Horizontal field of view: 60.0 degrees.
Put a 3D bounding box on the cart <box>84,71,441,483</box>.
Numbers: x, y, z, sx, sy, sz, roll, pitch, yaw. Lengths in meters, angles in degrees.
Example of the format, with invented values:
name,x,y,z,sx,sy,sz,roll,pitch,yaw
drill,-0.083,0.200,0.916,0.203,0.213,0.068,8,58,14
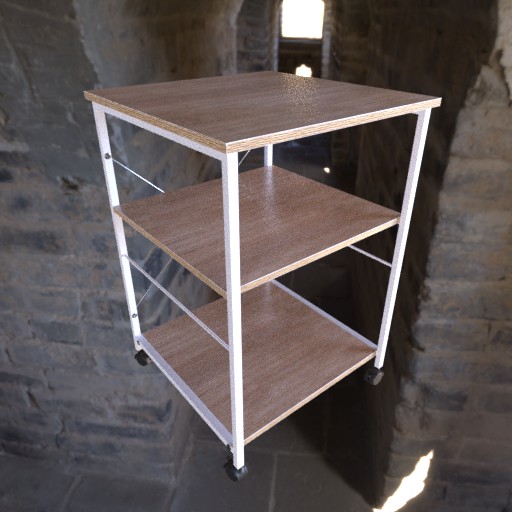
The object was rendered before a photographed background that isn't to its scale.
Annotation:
name,x,y,z,sx,sy,sz,roll,pitch,yaw
cart,0.000,0.000,1.096,0.521,0.762,0.520,-22,36,-33
